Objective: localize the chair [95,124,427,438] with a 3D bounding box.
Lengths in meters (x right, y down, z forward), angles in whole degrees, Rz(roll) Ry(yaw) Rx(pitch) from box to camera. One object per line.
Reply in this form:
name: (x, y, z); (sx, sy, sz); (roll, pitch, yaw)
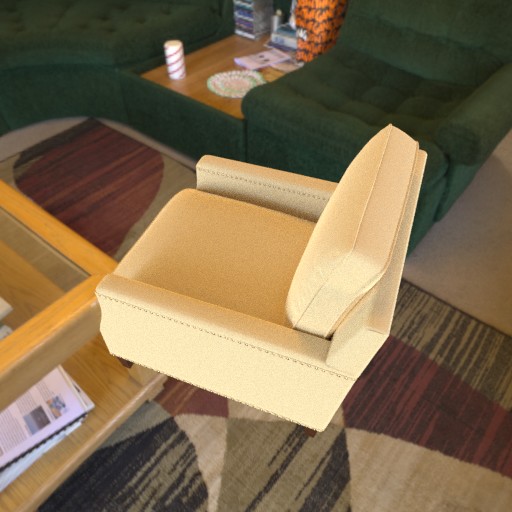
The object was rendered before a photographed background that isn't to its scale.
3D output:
chair: (0.000, 0.000, 1.703); (1.014, 0.943, 0.853); (16, 49, 14)
